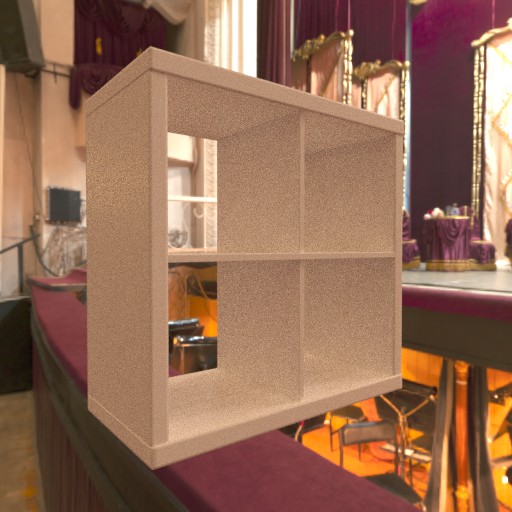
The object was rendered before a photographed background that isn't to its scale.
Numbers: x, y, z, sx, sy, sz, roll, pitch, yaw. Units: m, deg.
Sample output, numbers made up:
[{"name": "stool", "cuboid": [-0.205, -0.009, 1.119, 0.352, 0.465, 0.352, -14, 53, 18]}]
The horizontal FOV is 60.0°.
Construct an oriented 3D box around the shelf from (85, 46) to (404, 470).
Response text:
[{"name": "shelf", "cuboid": [0.000, 0.000, 1.217, 0.790, 0.786, 0.390, -1, 1, -38]}]
